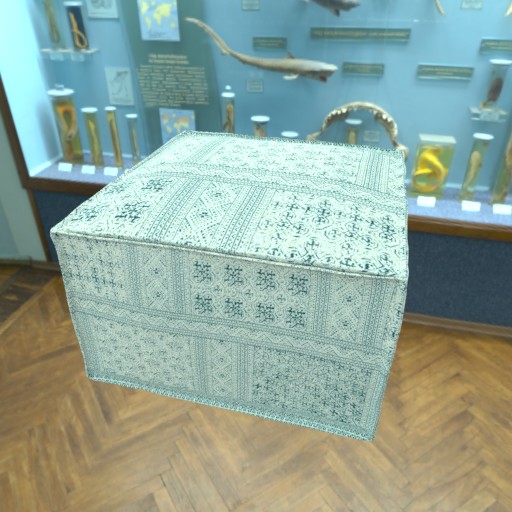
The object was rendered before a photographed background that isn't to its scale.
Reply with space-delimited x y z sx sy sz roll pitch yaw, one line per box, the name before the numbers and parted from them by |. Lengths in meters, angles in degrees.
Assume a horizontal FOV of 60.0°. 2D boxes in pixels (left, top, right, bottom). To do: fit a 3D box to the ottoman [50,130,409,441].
ottoman | 0.000 0.000 1.049 0.626 0.439 0.617 8 33 13
